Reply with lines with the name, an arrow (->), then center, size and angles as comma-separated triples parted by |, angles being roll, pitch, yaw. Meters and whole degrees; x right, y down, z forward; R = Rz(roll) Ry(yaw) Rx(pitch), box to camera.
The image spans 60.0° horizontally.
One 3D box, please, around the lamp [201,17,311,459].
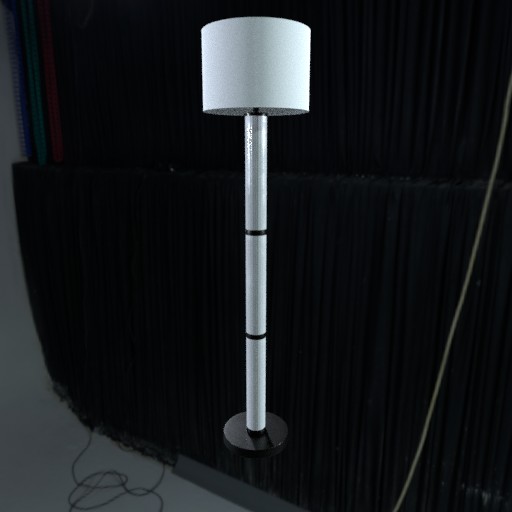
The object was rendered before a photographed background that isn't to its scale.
lamp -> 0.000, 0.000, 1.717 | 0.377, 1.599, 0.377 | 7, 15, 27
